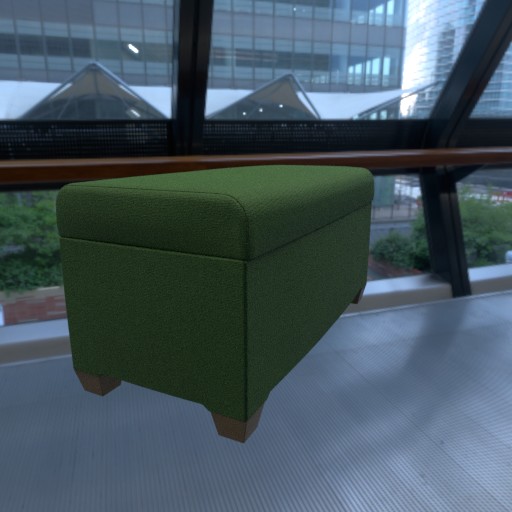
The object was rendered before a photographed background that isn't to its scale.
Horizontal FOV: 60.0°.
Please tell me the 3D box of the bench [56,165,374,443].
[{"bbox_3d":[0.000,0.000,1.296,0.505,0.501,0.989,7,16,26],"label":"bench"}]
